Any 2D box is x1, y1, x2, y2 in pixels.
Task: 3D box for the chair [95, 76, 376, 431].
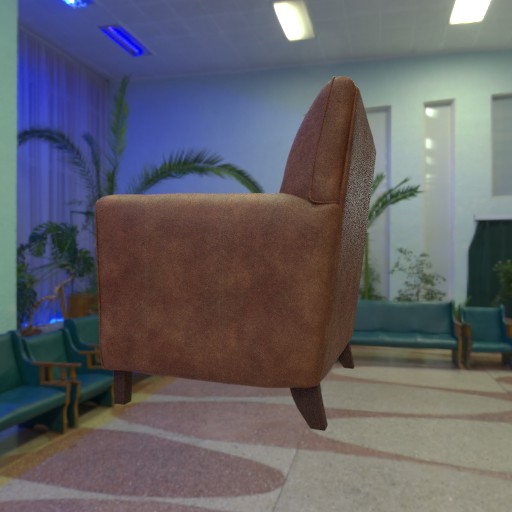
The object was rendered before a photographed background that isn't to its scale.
[{"bbox_3d":[0.000,0.000,1.640,0.823,0.943,0.870,0,0,19],"label":"chair"}]
